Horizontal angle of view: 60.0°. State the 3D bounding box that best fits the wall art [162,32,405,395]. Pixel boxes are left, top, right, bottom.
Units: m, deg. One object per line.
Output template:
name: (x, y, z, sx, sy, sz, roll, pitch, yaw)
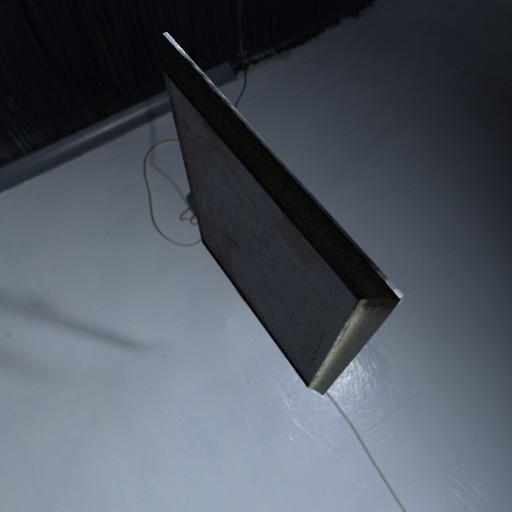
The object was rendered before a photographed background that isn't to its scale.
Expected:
wall art: (0.000, 0.000, 0.622, 0.023, 0.457, 0.381, -32, 68, -15)
